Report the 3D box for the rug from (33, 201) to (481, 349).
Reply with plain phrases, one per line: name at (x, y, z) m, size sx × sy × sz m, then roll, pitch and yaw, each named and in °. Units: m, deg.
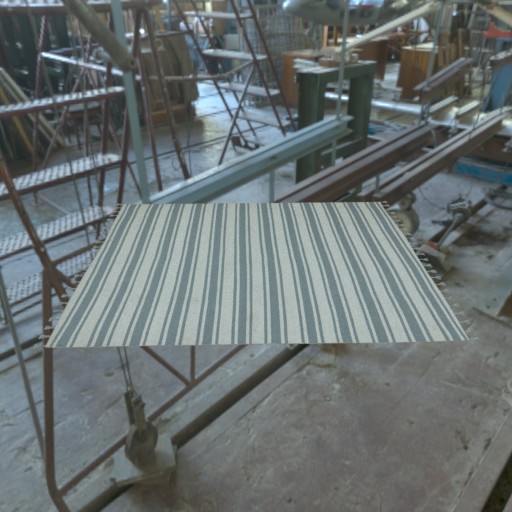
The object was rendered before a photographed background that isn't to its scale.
rug at (0.000, 0.000, 4.162) m, size 3.201 × 0.005 × 2.439 m, roll -1°, pitch 31°, yaw -1°
